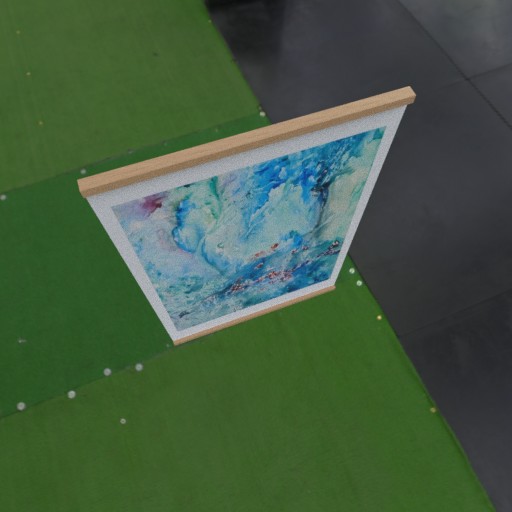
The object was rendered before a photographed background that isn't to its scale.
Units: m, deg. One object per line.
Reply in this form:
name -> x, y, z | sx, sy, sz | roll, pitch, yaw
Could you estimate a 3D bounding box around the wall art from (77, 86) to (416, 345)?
wall art -> 0.000, 0.000, 0.647 | 0.335, 0.510, 0.013 | -18, 65, -9
